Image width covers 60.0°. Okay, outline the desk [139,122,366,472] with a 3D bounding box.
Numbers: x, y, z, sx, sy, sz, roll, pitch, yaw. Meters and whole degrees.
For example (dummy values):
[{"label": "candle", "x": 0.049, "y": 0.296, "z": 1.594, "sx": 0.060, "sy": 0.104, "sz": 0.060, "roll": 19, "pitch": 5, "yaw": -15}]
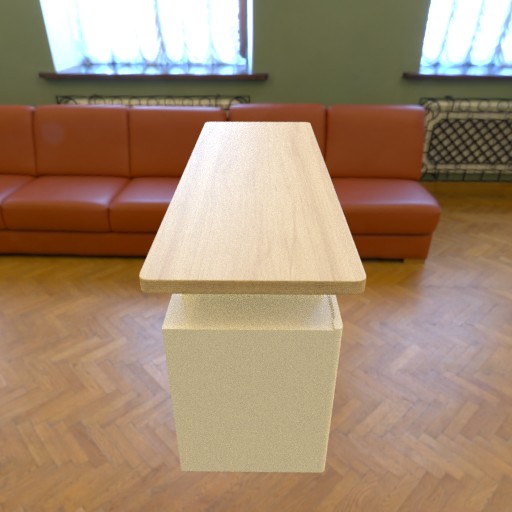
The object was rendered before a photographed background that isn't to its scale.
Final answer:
[{"label": "desk", "x": 0.000, "y": 0.000, "z": 1.887, "sx": 0.550, "sy": 0.755, "sz": 1.500, "roll": 0, "pitch": 31, "yaw": 1}]
